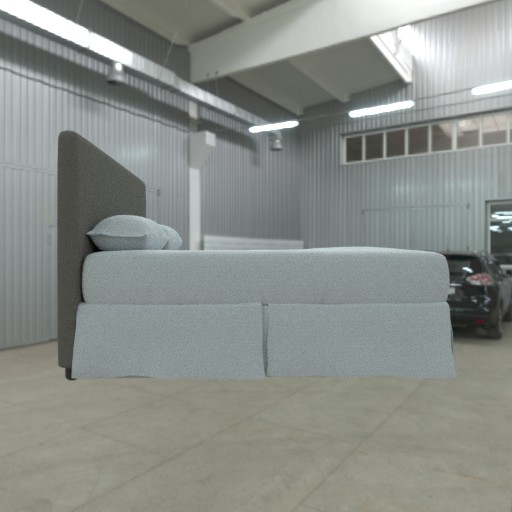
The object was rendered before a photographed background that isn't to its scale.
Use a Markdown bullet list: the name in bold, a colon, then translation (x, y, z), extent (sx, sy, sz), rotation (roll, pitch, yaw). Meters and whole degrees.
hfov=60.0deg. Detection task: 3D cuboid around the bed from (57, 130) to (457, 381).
- **bed**: translation (0.000, 0.000, 3.151), extent (2.142, 1.330, 1.748), rotation (0, 0, -2)
